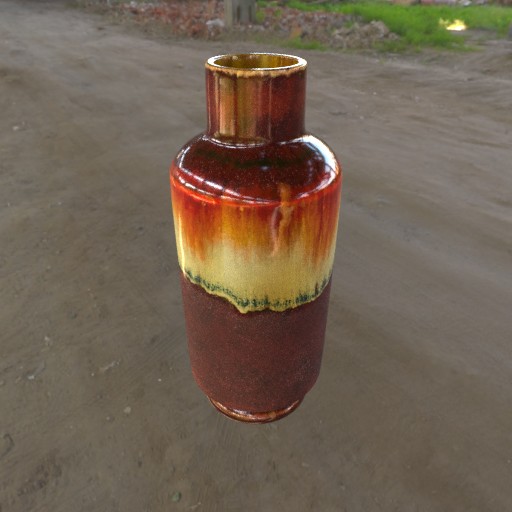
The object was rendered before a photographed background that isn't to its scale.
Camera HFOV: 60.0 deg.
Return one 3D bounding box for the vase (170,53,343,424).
[{"bbox_3d":[0.000,0.000,0.320,0.111,0.261,0.111,0,33,0],"label":"vase"}]
